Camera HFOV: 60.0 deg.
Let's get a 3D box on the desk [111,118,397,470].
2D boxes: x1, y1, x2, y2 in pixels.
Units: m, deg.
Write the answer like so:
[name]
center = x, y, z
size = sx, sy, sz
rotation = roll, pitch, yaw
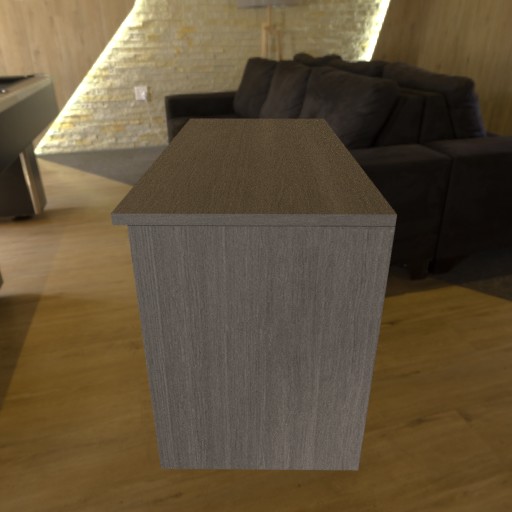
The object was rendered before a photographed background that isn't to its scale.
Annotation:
[desk]
center = 0.000, 0.000, 1.516
size = 0.557, 0.729, 1.099
rotation = 0, 26, 0
